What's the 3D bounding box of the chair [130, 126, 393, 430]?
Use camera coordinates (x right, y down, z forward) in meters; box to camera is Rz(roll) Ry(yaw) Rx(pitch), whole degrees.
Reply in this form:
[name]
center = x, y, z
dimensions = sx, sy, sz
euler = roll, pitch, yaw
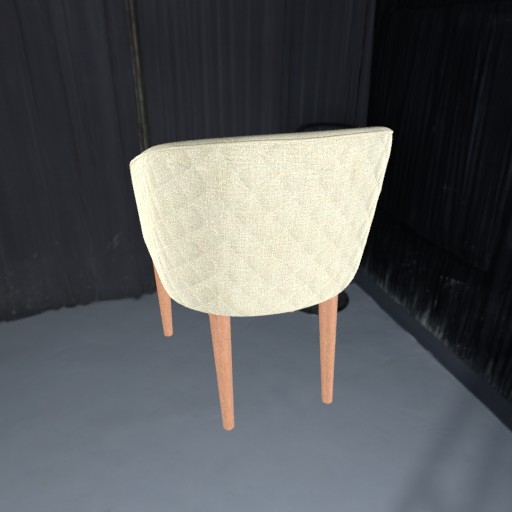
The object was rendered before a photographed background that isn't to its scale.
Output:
[chair]
center = 0.000, 0.000, 1.222
dimensions = 0.584, 0.775, 0.616
euler = -9, 28, -17
